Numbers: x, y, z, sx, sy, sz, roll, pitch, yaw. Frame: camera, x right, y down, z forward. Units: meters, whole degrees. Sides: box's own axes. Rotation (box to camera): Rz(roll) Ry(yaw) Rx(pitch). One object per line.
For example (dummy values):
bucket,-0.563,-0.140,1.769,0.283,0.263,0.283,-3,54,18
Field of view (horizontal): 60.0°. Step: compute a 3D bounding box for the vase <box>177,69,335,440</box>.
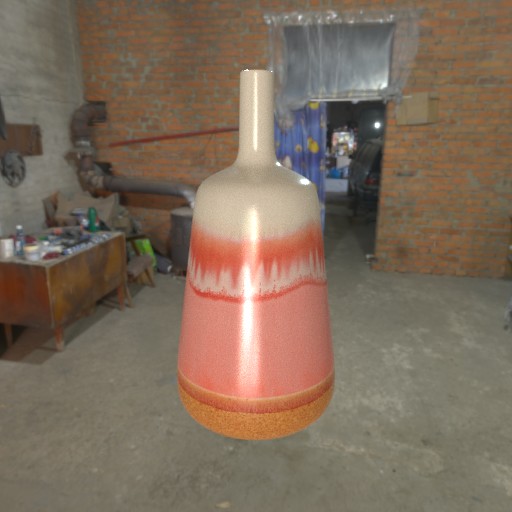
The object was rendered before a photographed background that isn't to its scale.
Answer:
vase,0.000,0.000,0.383,0.144,0.296,0.144,0,15,0
